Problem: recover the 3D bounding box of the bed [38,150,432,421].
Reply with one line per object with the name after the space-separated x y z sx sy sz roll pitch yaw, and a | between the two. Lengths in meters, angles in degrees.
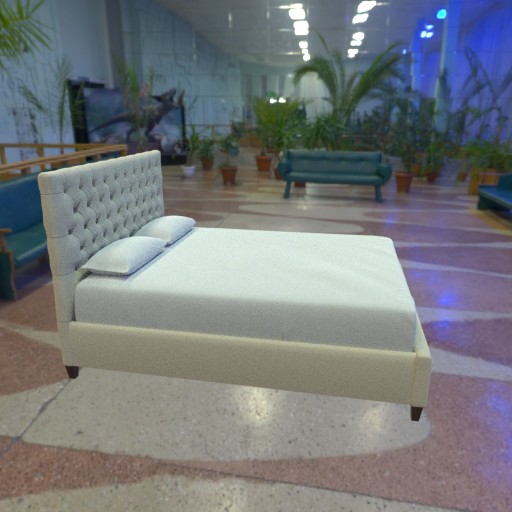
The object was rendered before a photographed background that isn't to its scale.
0.000 0.000 3.416 2.387 1.427 1.698 4 18 11 | bed
